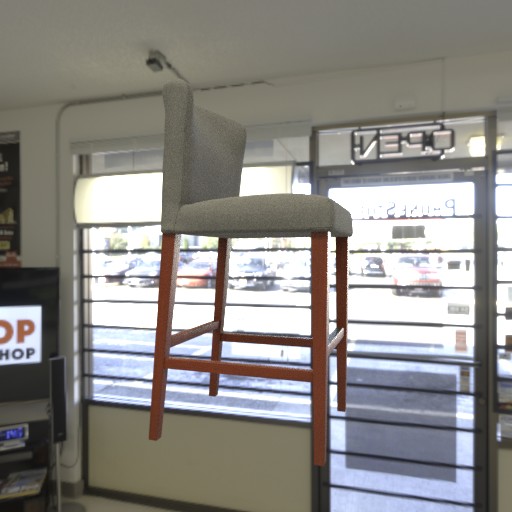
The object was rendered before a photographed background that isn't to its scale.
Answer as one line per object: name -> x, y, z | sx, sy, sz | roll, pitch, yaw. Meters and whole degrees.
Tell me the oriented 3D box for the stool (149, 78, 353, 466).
stool -> 0.000, 0.000, 1.412 | 0.568, 1.069, 0.481 | 0, 1, 19
